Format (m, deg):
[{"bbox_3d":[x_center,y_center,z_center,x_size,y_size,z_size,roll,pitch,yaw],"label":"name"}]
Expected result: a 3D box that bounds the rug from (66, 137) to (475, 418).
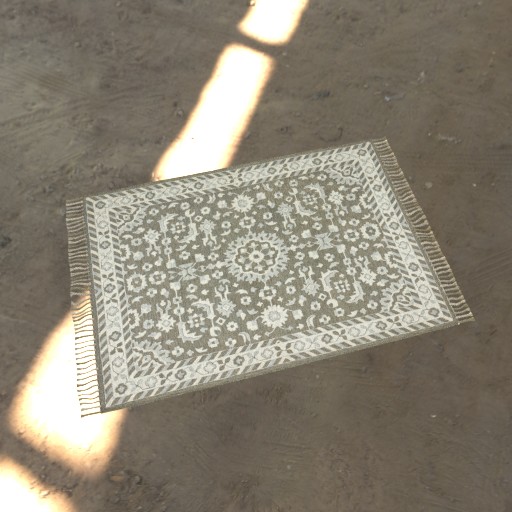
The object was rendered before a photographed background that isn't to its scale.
[{"bbox_3d":[0.000,0.000,2.948,2.431,0.025,1.530,-12,64,-6],"label":"rug"}]
